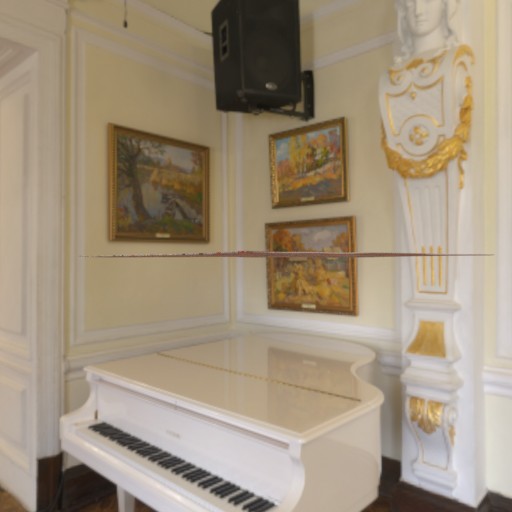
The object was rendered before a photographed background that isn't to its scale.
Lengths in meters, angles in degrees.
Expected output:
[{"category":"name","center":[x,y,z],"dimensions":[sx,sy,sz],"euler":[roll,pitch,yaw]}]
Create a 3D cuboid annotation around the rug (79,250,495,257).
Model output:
[{"category":"rug","center":[0.000,0.000,3.905],"dimensions":[2.263,0.022,3.029],"euler":[0,-1,-36]}]
